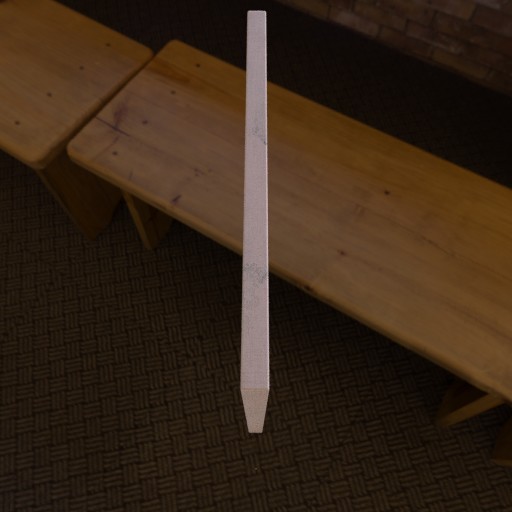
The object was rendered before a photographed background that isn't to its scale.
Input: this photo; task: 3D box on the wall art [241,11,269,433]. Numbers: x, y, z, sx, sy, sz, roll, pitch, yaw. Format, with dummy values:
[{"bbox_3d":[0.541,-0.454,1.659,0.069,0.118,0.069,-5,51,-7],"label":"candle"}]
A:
[{"bbox_3d":[0.000,0.000,1.097,0.038,0.762,0.762,0,64,0],"label":"wall art"}]
